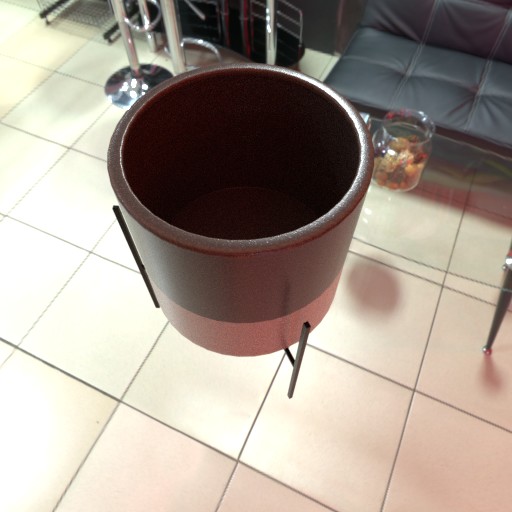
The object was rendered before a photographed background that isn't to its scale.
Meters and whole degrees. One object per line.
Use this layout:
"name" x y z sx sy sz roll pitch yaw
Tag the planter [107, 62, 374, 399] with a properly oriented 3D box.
"planter" 0.000 0.000 0.532 0.250 0.353 0.260 -28 62 -17
